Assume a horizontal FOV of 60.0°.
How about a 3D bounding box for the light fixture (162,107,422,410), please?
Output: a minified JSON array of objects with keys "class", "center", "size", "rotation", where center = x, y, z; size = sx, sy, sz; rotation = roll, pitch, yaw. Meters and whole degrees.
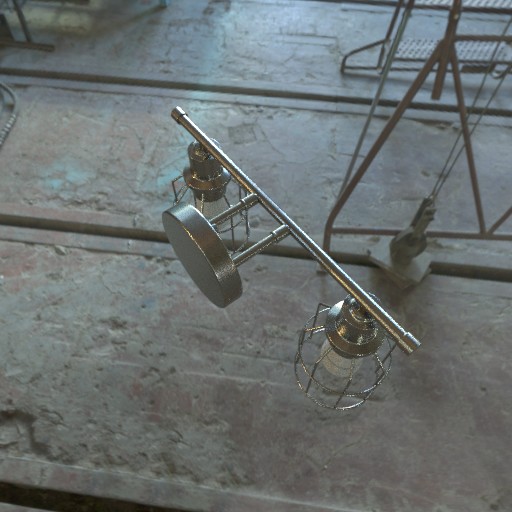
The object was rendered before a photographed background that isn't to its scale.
[{"class":"light fixture","center":[0.000,0.000,0.539],"size":[0.165,0.254,0.406],"rotation":[-33,63,-19]}]
